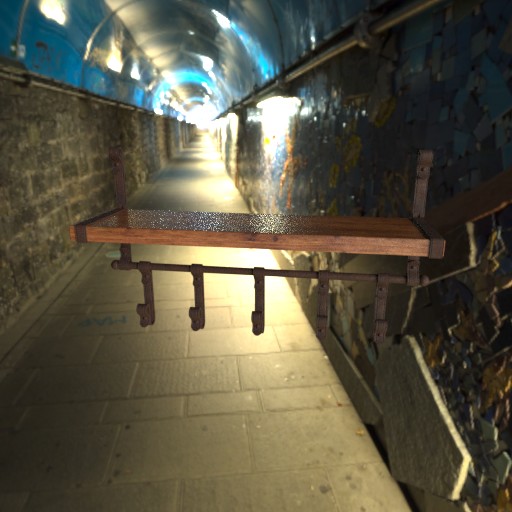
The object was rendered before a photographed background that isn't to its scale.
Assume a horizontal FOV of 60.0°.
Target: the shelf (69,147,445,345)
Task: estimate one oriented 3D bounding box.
[{"bbox_3d":[0.000,0.000,0.712,0.567,0.330,0.146,3,17,9],"label":"shelf"}]
